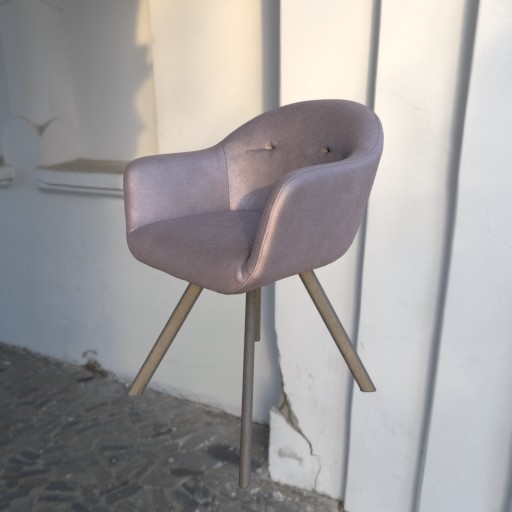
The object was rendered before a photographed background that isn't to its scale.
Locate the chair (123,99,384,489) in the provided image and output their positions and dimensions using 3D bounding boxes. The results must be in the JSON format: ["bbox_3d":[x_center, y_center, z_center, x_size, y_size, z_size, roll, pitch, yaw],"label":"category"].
[{"bbox_3d":[0.000,0.000,1.137,0.544,0.781,0.567,-15,22,-42],"label":"chair"}]
